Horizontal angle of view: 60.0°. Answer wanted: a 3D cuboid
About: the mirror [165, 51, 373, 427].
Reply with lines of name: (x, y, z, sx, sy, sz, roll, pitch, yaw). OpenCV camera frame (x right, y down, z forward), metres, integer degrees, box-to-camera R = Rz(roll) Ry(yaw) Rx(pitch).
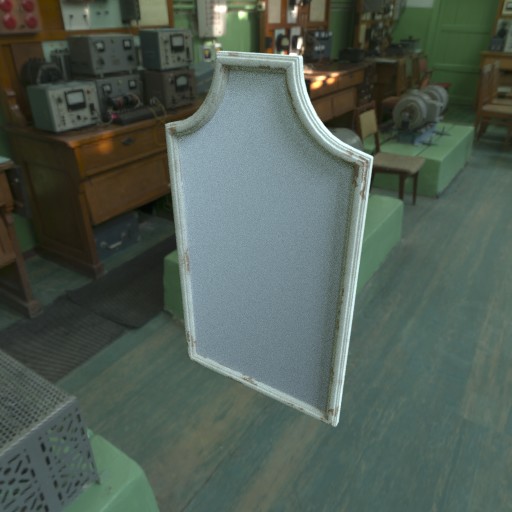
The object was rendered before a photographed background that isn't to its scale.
mirror: (0.000, 0.000, 0.861, 0.403, 0.717, 0.022, 17, 34, 27)
